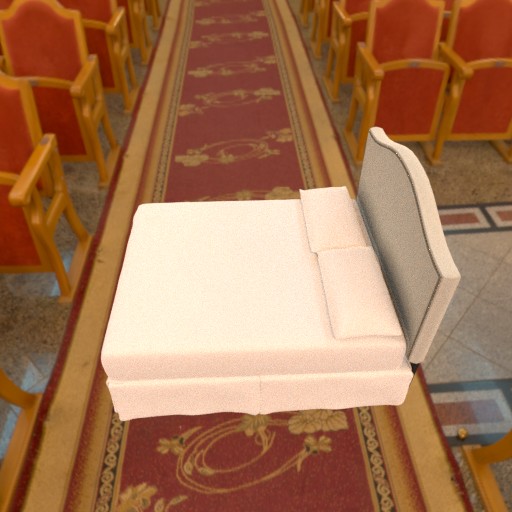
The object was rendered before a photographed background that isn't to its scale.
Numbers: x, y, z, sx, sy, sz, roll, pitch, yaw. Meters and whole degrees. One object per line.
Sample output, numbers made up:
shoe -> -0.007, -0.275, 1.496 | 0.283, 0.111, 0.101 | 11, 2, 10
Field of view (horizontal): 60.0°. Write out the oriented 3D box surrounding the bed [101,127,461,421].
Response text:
bed -> 0.000, 0.000, 3.398 | 2.180, 1.607, 1.813 | -2, 43, -2
